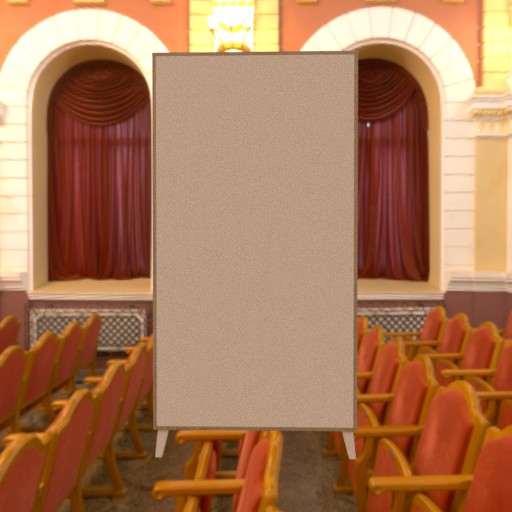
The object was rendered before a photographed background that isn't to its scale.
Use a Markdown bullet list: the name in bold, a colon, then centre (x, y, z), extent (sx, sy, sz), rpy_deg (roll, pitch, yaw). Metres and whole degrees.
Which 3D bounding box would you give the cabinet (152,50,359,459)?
- **cabinet**: centre (0.000, 0.000, 2.457), extent (1.006, 1.999, 0.571), rpy_deg (0, 1, 1)
